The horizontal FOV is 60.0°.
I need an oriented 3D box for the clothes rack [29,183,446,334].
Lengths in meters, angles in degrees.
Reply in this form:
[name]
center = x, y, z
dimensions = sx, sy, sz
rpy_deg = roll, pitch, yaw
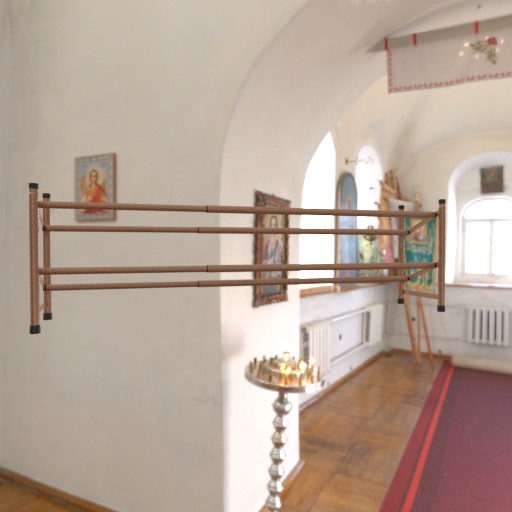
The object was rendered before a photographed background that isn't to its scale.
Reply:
[clothes rack]
center = 0.000, 0.000, 1.300
dimensions = 1.168, 0.349, 0.229
rpy_deg = 0, 1, -18
